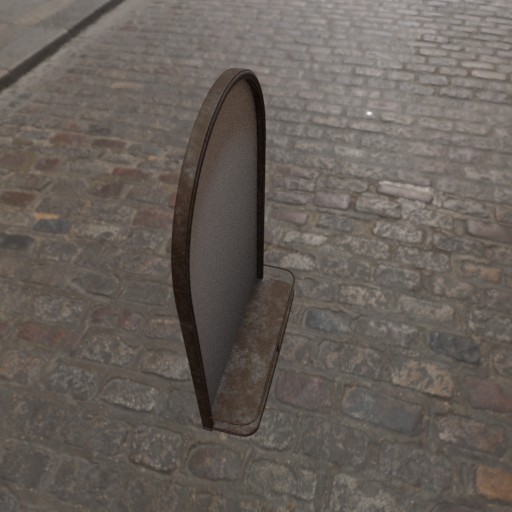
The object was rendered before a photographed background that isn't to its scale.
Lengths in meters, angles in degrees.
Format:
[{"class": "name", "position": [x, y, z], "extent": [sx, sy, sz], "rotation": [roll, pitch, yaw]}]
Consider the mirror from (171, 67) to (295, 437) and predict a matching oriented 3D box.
[{"class": "mirror", "position": [0.000, 0.000, 0.971], "extent": [0.137, 0.770, 0.510], "rotation": [11, 48, 10]}]
